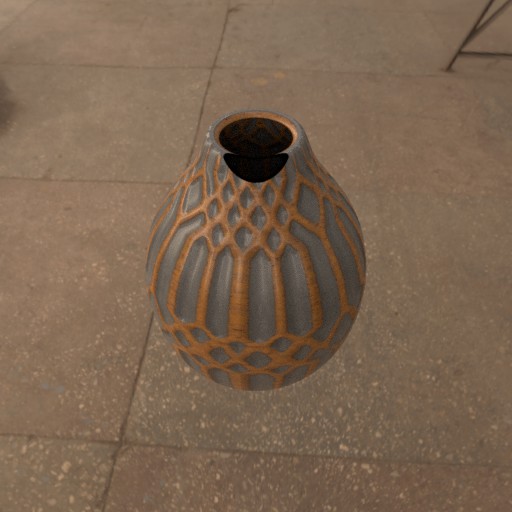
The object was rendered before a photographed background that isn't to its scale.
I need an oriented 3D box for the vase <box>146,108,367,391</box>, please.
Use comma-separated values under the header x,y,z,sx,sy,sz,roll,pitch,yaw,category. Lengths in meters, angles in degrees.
x,y,z,sx,sy,sz,roll,pitch,yaw,category
0.000,0.000,0.138,0.069,0.088,0.069,0,48,0,vase
